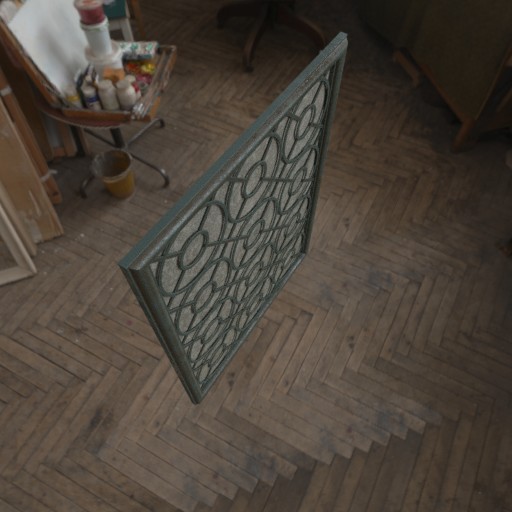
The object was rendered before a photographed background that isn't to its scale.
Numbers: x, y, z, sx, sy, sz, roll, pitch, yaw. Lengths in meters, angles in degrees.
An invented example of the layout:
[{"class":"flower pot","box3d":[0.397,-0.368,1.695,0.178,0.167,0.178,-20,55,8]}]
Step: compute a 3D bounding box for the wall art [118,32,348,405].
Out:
[{"class":"wall art","box3d":[0.000,0.000,1.305,0.030,0.983,0.767,30,63,17]}]
